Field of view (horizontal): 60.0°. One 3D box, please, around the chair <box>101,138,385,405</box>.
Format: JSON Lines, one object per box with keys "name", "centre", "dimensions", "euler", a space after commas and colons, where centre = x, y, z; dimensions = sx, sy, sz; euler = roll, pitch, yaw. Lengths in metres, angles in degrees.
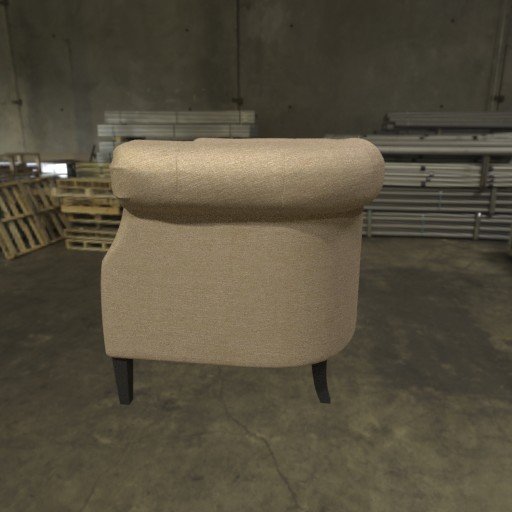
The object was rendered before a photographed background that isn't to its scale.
{"name": "chair", "centre": [0.000, 0.000, 1.605], "dimensions": [0.852, 0.827, 0.905], "euler": [2, 16, 8]}
